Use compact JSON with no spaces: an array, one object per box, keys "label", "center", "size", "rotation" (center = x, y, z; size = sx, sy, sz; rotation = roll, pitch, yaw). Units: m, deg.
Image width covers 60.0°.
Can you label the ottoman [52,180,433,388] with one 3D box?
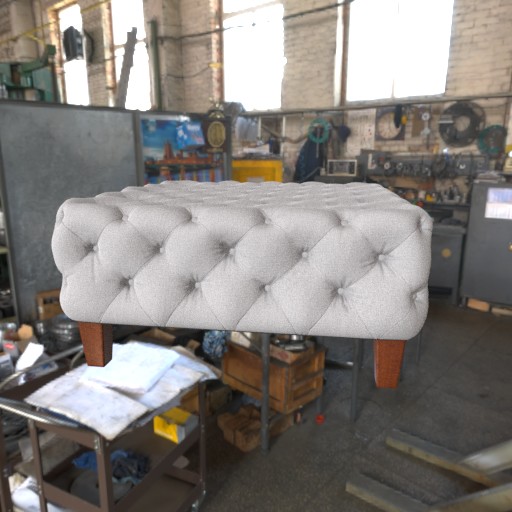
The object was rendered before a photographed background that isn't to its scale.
[{"label":"ottoman","center":[0.000,0.000,1.199],"size":[0.764,0.365,0.758],"rotation":[2,13,8]}]
